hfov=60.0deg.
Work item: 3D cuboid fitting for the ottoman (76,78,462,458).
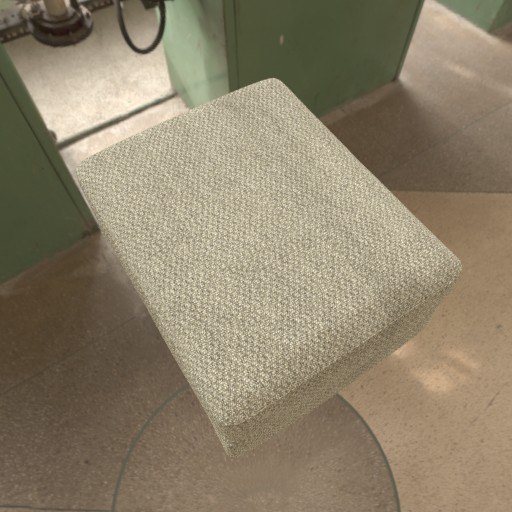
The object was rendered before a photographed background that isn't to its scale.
[{"bbox_3d":[0.000,0.000,1.133,0.603,0.476,0.751,-29,65,-16],"label":"ottoman"}]
